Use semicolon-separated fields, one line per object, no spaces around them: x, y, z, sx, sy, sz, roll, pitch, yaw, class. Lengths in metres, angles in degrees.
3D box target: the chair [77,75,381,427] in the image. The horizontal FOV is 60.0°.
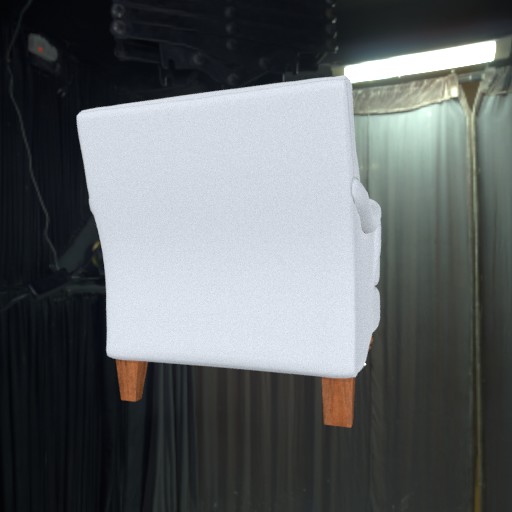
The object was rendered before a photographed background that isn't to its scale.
0.000;0.000;1.781;0.955;1.038;1.070;0;-1;19;chair
